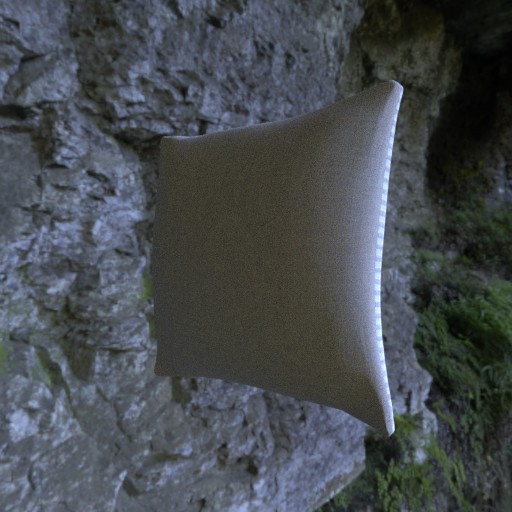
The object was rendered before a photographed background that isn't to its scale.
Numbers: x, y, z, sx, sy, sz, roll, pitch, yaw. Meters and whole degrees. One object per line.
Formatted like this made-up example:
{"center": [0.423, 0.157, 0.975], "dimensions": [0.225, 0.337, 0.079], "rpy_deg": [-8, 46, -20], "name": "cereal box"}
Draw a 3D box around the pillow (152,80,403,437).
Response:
{"center": [0.000, 0.000, 0.762], "dimensions": [0.496, 0.491, 0.219], "rpy_deg": [0, 0, 38], "name": "pillow"}
